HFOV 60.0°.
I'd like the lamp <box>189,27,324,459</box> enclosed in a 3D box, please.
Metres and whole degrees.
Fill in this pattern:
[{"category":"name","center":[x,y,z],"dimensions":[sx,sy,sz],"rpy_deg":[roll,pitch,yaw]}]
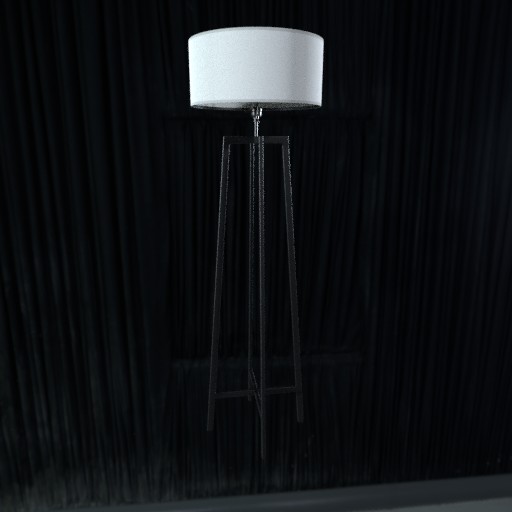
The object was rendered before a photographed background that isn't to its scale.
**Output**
[{"category":"lamp","center":[0.000,0.000,1.713],"dimensions":[0.456,1.510,0.457],"rpy_deg":[-2,15,-8]}]
